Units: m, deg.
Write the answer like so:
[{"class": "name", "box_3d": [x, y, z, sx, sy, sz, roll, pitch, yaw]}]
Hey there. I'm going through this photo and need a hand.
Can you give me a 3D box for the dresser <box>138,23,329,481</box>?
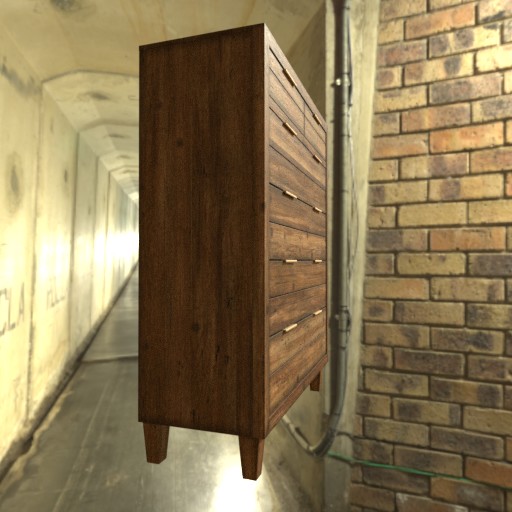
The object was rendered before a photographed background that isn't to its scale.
[{"class": "dresser", "box_3d": [0.000, 0.000, 1.867, 0.438, 1.359, 1.067, 0, -1, 19]}]
